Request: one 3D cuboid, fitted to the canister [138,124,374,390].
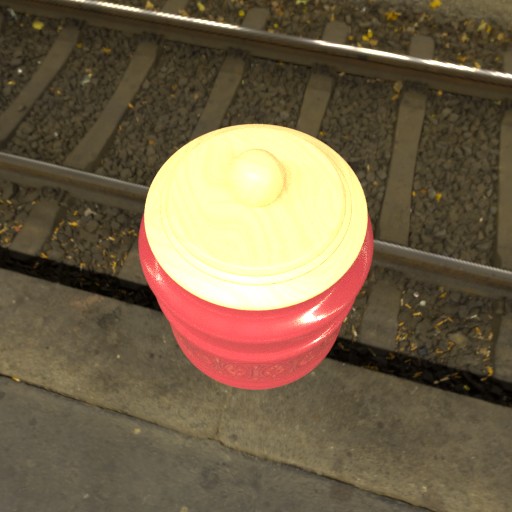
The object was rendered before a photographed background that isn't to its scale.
[{"bbox_3d":[0.000,0.000,0.272,0.130,0.176,0.130,0,61,0],"label":"canister"}]
